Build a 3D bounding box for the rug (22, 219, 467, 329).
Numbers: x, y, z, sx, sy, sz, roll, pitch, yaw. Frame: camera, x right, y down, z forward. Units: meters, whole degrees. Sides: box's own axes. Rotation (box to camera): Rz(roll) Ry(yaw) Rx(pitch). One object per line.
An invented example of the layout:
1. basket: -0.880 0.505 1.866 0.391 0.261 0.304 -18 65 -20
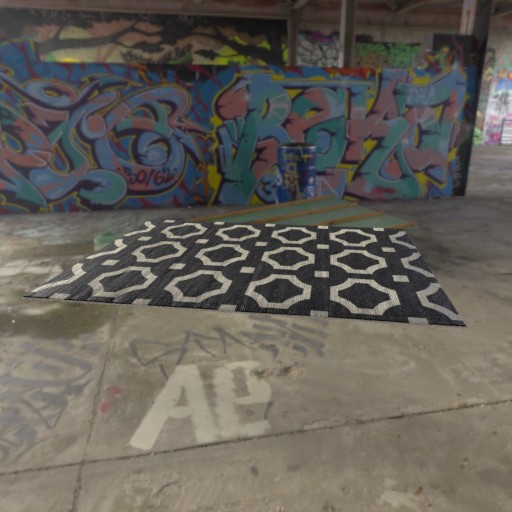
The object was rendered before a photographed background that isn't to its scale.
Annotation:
1. rug: 0.000 0.000 4.134 3.049 0.021 2.466 3 18 8
